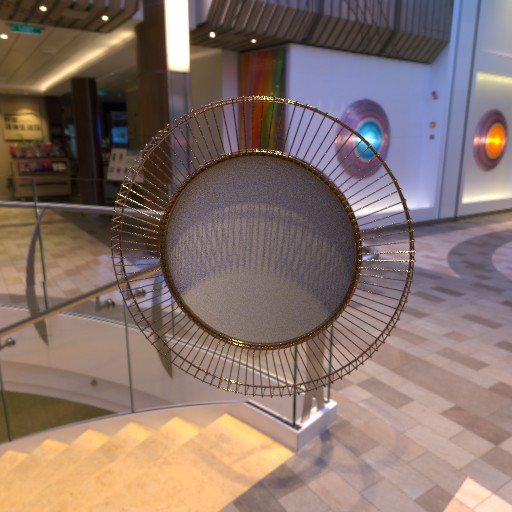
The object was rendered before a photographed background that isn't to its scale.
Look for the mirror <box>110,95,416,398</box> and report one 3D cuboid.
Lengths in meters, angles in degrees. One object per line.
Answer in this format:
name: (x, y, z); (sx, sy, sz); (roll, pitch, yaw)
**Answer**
mirror: (0.000, 0.000, 1.035); (0.703, 0.703, 0.067); (3, 14, 10)
